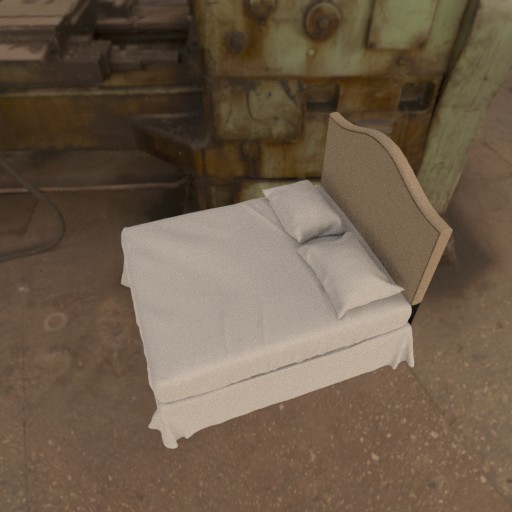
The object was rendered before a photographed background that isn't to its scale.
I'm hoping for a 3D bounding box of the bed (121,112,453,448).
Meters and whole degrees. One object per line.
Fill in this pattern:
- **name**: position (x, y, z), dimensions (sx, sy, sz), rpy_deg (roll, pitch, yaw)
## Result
- **bed**: position (0.000, 0.000, 3.485), dimensions (2.221, 1.645, 1.876), rpy_deg (-14, 48, -13)
